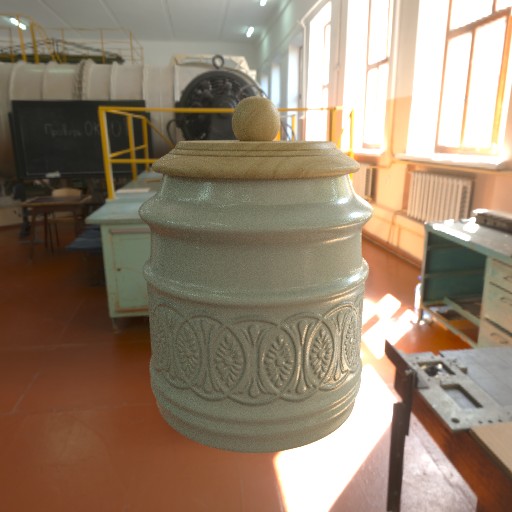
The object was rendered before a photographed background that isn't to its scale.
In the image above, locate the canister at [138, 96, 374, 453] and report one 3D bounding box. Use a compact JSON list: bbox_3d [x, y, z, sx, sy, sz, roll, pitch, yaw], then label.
[{"bbox_3d":[0.000,0.000,0.260,0.130,0.176,0.130,0,15,0],"label":"canister"}]
